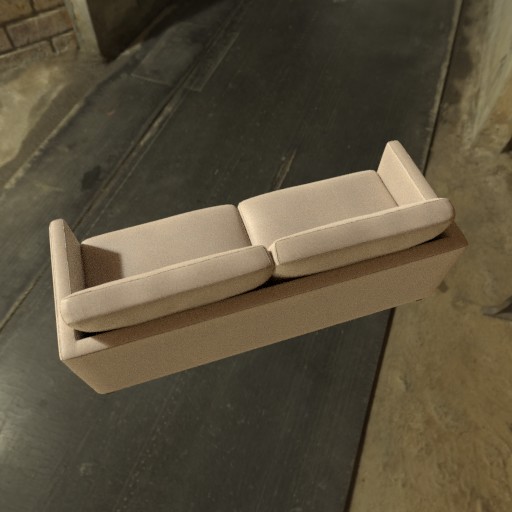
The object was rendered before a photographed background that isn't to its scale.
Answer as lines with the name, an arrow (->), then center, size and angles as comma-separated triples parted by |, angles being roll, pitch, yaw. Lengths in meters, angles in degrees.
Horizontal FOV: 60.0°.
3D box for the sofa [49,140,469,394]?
sofa -> 0.000, 0.000, 2.862 | 2.361, 0.968, 0.951 | -15, 59, -9
